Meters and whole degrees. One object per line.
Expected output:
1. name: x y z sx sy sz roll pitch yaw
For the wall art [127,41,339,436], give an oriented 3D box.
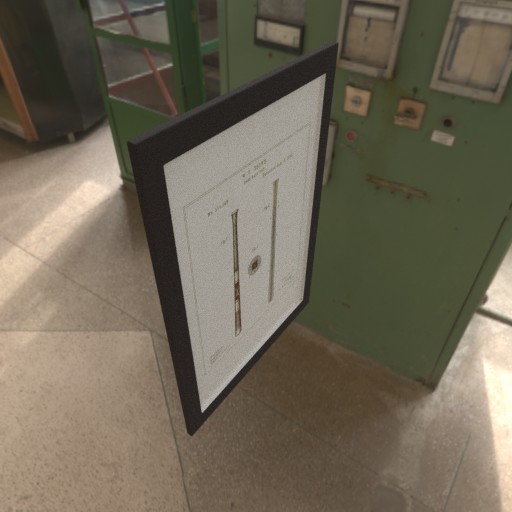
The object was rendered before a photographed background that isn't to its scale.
1. wall art: 0.000 0.000 0.677 0.012 0.529 0.374 26 47 26
